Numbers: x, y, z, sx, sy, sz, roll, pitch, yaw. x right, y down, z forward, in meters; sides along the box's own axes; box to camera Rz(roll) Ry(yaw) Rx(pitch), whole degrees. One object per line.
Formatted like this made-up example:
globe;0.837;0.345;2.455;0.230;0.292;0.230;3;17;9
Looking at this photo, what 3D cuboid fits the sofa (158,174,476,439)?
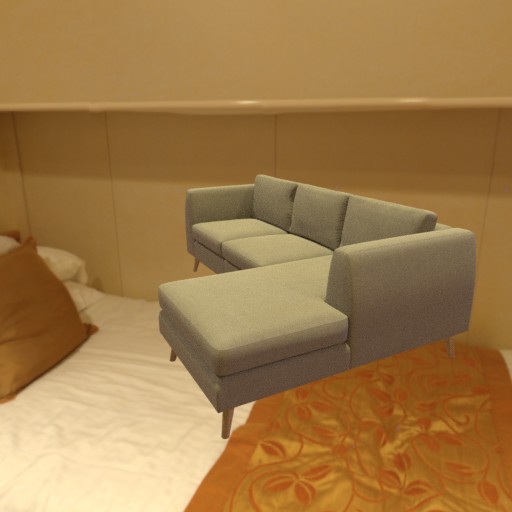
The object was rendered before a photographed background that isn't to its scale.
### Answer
sofa;0.000;0.000;3.067;1.580;0.860;2.300;-9;19;-27
